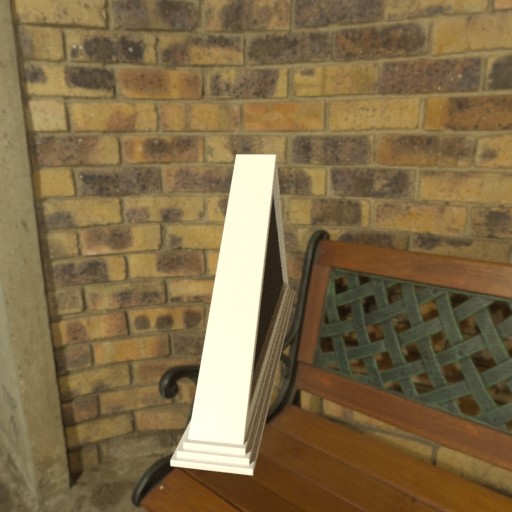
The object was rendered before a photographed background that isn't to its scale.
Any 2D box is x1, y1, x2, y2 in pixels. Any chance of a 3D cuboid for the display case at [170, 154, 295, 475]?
[{"bbox_3d":[0.000,0.000,0.762,0.095,0.340,0.640,2,14,9],"label":"display case"}]
